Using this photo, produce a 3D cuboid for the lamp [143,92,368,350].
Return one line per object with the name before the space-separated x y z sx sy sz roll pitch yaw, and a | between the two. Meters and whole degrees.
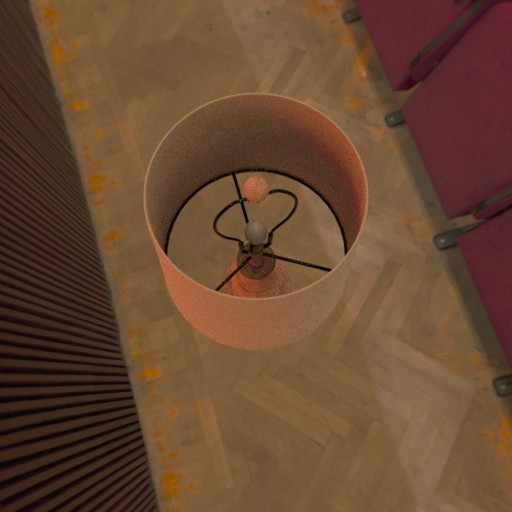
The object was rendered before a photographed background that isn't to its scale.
lamp | 0.000 0.000 0.655 0.273 0.497 0.273 0 74 0
